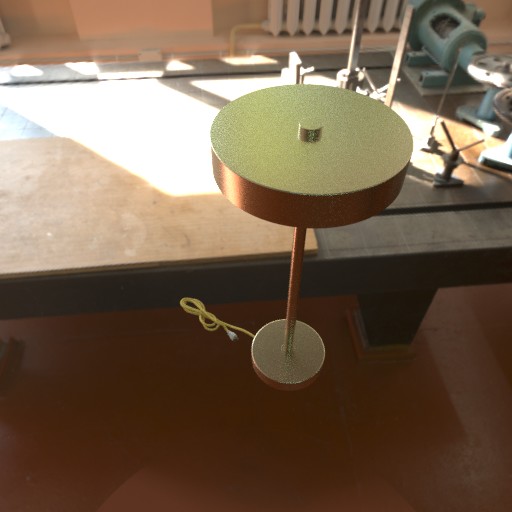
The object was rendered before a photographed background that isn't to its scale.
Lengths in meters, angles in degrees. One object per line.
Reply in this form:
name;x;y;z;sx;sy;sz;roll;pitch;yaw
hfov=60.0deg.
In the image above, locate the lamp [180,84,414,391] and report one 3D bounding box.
lamp;0.000;0.000;0.705;0.369;0.508;0.229;22;51;20
